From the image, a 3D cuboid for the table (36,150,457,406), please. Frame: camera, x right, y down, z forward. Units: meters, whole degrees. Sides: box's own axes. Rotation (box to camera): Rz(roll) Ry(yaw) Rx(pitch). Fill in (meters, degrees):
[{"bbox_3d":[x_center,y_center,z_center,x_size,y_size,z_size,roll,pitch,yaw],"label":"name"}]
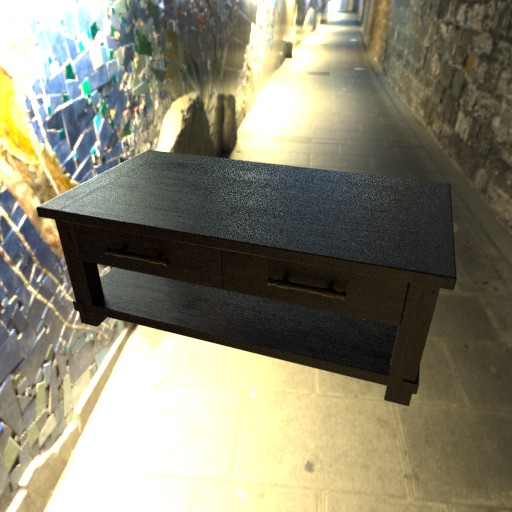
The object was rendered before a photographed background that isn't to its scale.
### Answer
[{"bbox_3d":[0.000,0.000,1.651,1.270,0.494,0.700,10,31,17],"label":"table"}]
